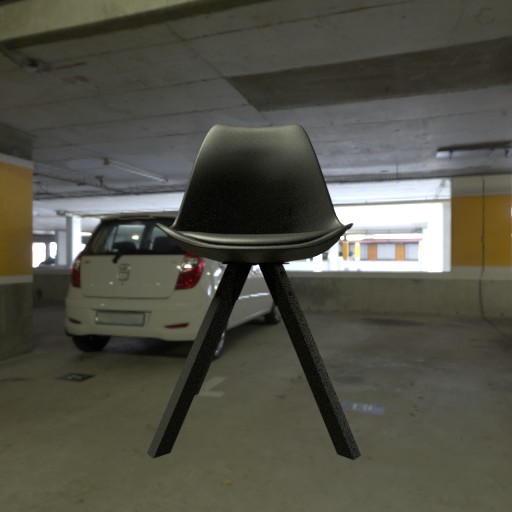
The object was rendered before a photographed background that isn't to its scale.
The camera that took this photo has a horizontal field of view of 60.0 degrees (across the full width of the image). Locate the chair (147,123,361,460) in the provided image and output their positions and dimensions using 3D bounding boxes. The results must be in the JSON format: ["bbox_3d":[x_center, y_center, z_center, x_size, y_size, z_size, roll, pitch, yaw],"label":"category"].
[{"bbox_3d":[0.000,0.000,1.169,0.485,0.850,0.550,0,0,1],"label":"chair"}]
